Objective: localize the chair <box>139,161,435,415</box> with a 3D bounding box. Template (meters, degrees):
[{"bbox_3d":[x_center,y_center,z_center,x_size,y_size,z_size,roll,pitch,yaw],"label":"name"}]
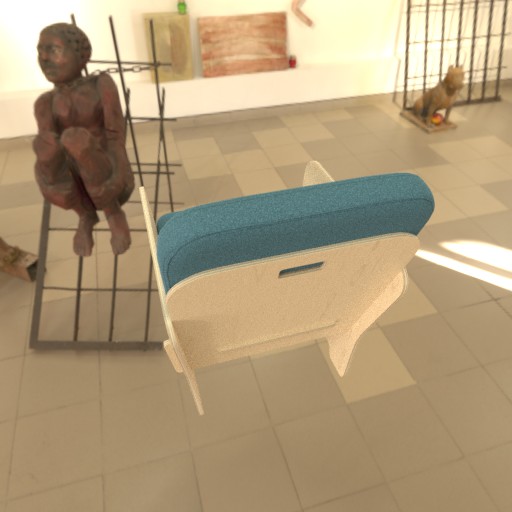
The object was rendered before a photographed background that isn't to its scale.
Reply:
[{"bbox_3d":[0.000,0.000,1.169,0.547,0.747,0.657,-11,42,-13],"label":"chair"}]
